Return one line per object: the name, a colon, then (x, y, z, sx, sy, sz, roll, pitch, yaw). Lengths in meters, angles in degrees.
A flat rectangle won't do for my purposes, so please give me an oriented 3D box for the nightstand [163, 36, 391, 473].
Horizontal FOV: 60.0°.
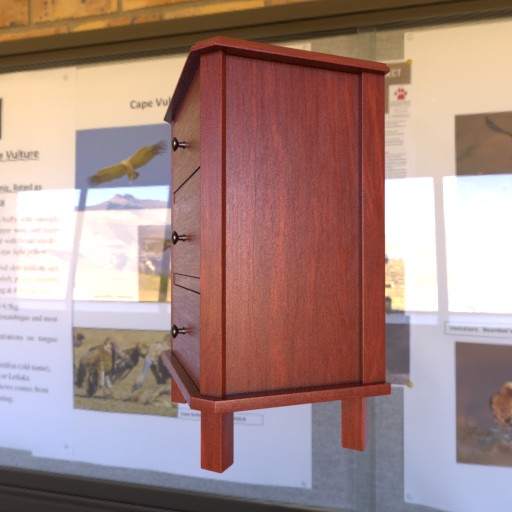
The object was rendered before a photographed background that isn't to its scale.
nightstand: (0.000, 0.000, 0.923, 0.351, 0.681, 0.435, 0, -1, -18)
